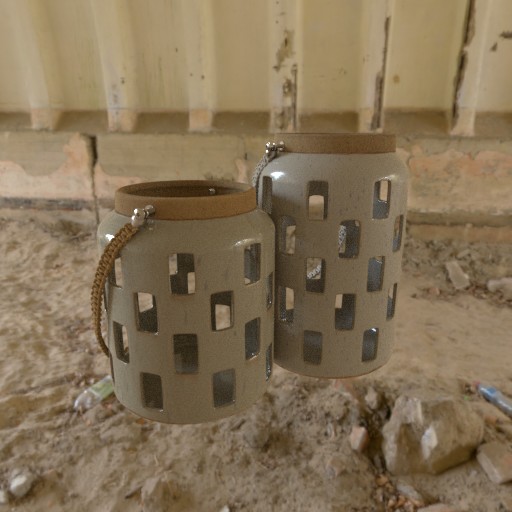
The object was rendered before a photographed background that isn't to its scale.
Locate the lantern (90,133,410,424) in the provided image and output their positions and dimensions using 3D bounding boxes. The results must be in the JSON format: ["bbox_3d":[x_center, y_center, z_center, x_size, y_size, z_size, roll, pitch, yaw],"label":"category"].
[{"bbox_3d":[0.000,0.000,0.481,0.347,0.255,0.184,-8,18,-25],"label":"lantern"}]
